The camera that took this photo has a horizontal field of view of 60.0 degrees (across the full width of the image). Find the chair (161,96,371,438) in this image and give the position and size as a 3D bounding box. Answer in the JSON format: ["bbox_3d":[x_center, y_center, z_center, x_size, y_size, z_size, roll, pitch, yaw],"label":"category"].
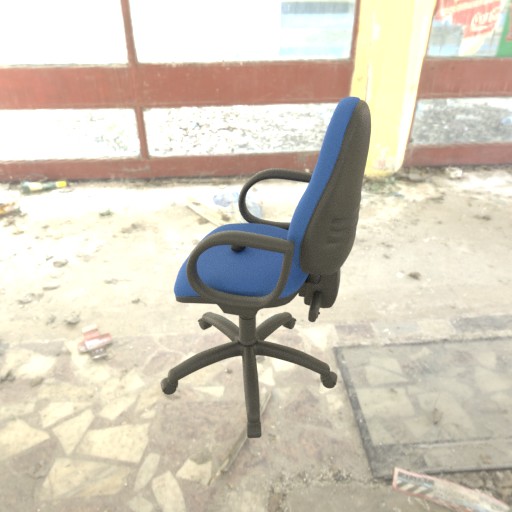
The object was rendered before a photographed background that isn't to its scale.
[{"bbox_3d":[0.000,0.000,1.274,0.549,0.905,0.552,8,32,13],"label":"chair"}]
